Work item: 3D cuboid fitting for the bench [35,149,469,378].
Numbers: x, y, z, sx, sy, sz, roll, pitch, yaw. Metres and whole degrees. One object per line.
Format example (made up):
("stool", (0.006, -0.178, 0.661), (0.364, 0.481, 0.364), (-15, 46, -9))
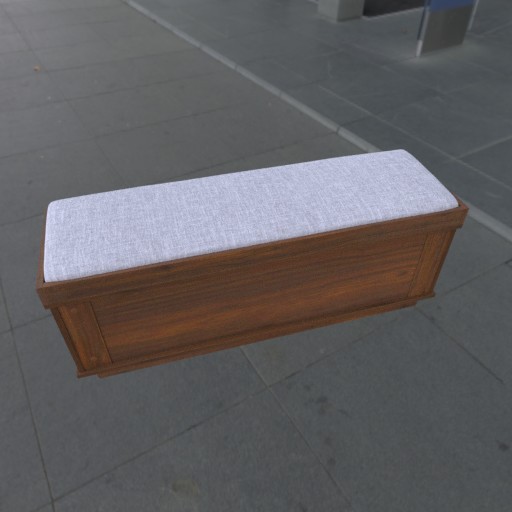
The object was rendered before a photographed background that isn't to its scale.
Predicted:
("bench", (0.000, 0.000, 1.440), (1.196, 0.468, 0.367), (-11, 43, -12))
